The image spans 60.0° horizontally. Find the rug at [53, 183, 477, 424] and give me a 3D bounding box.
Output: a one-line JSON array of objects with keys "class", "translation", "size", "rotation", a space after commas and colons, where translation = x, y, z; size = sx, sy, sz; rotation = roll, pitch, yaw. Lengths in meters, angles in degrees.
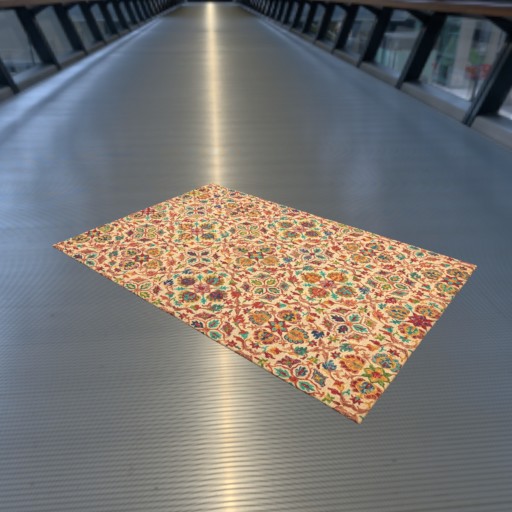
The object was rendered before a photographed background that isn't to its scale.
[{"class": "rug", "translation": [0.000, 0.000, 2.295], "size": [1.838, 0.013, 1.226], "rotation": [22, 36, 33]}]
